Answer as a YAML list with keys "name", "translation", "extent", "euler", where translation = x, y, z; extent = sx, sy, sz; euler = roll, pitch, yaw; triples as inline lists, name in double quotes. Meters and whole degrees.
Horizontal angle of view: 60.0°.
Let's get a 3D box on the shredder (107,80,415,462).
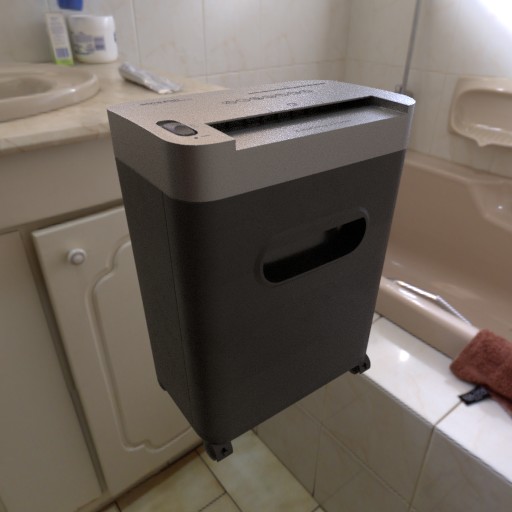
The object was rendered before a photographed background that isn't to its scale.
- name: "shredder"
  translation: [0.000, 0.000, 0.606]
  extent: [0.311, 0.419, 0.237]
  euler: [-20, 36, -30]
